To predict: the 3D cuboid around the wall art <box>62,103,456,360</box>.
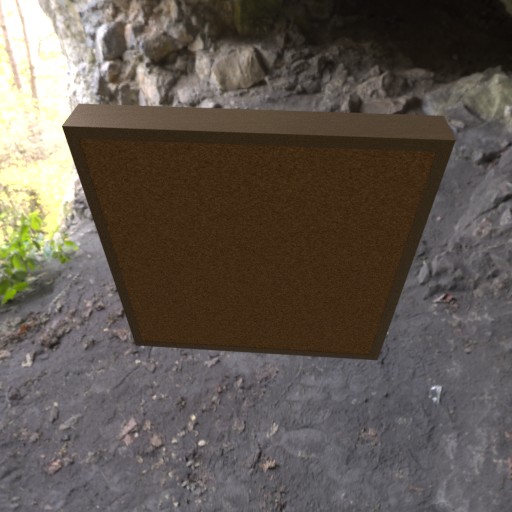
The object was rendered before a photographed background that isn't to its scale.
[{"bbox_3d":[0.000,0.000,0.462,0.304,0.305,0.038,3,45,3],"label":"wall art"}]
